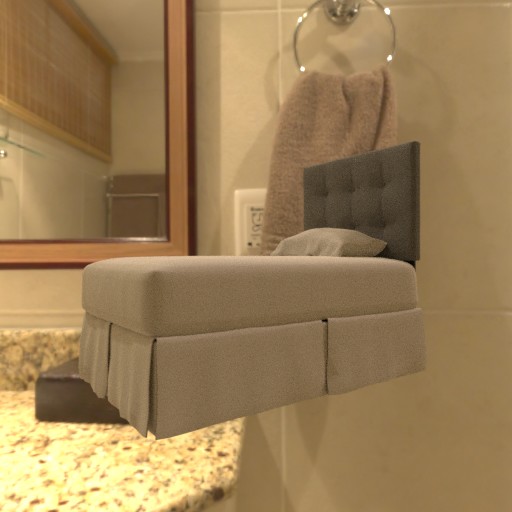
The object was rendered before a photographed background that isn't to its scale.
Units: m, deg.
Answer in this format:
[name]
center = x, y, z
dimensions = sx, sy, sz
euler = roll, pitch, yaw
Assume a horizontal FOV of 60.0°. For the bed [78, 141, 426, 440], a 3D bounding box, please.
[bed]
center = 0.000, 0.000, 2.922
dimensions = 1.997, 1.571, 1.261
euler = 0, 0, -35
